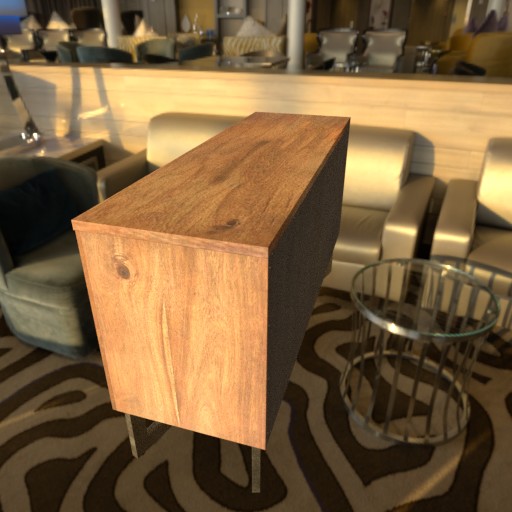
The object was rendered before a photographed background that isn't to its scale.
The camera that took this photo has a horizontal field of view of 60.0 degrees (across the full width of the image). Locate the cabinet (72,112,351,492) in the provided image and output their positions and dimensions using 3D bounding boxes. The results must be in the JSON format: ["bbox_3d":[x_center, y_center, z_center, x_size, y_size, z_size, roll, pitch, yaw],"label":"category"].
[{"bbox_3d":[0.000,0.000,1.697,0.480,0.812,1.373,8,29,15],"label":"cabinet"}]
